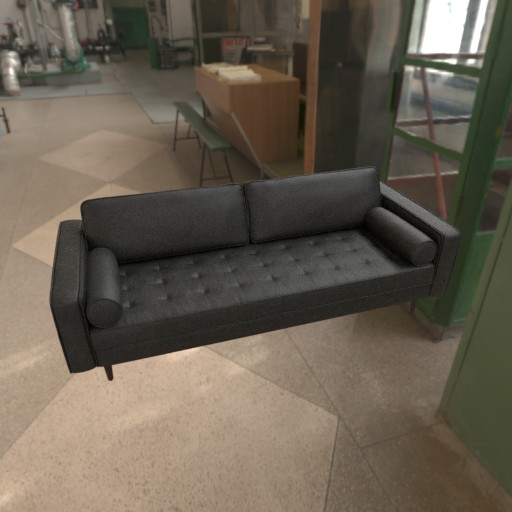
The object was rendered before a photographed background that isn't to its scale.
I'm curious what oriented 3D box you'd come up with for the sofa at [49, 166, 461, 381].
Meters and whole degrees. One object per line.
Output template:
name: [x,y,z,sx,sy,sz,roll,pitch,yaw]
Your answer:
sofa: [0.000,0.000,2.655,2.210,0.762,0.914,-9,31,-16]
